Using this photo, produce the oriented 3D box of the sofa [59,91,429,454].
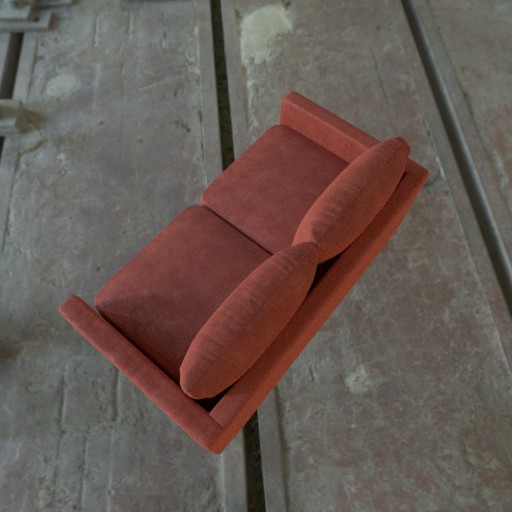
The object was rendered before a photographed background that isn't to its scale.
[{"bbox_3d":[0.000,0.000,2.134,0.864,0.896,1.574,37,70,16],"label":"sofa"}]
